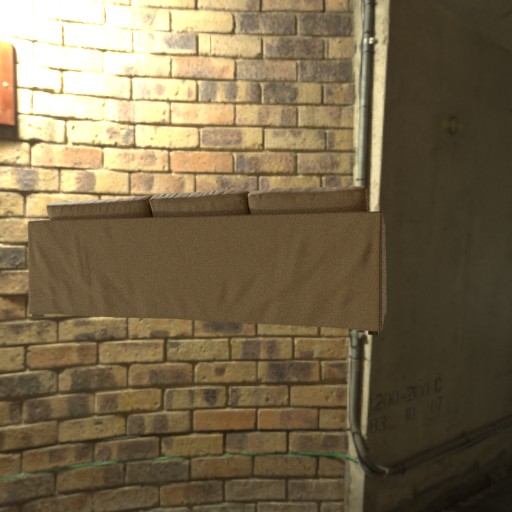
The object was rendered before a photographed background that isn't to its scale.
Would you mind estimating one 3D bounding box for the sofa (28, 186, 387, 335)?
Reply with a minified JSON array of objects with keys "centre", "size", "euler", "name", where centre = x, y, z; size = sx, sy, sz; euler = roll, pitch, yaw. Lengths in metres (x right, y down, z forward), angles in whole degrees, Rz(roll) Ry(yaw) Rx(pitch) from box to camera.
[{"centre":[0.000,0.000,4.279],"size":[2.432,0.871,3.182],"euler":[0,0,17],"name":"sofa"}]
